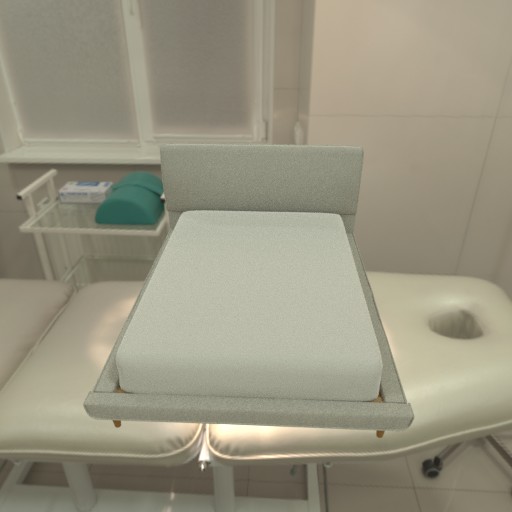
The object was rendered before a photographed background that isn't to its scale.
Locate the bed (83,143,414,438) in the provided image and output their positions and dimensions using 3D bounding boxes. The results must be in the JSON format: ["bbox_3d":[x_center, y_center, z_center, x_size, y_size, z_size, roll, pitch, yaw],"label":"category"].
[{"bbox_3d":[0.000,0.000,3.314,1.840,1.067,2.368,1,30,2],"label":"bed"}]
